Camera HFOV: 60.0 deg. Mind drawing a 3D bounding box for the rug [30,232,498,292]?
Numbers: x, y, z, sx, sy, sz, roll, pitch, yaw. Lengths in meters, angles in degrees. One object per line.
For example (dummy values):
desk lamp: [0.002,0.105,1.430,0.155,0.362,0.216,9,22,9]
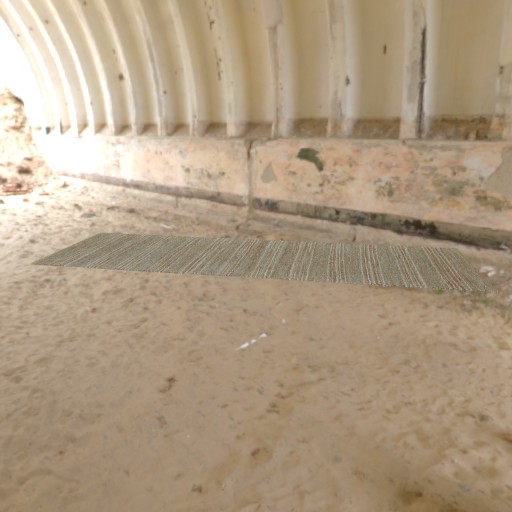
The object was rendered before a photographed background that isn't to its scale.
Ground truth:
rug: [0.000,0.000,2.642,2.438,0.006,0.783,3,16,10]
